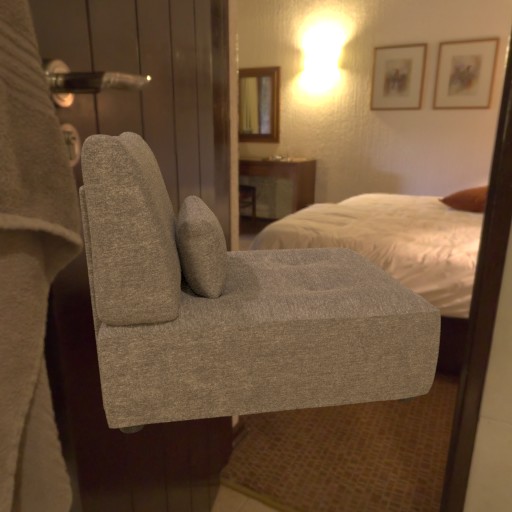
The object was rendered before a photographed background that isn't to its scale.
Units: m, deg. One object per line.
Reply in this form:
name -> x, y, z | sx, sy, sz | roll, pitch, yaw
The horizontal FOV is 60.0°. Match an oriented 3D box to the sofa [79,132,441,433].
sofa -> 0.000, 0.000, 1.527 | 1.000, 0.820, 0.700 | -3, 16, -9
